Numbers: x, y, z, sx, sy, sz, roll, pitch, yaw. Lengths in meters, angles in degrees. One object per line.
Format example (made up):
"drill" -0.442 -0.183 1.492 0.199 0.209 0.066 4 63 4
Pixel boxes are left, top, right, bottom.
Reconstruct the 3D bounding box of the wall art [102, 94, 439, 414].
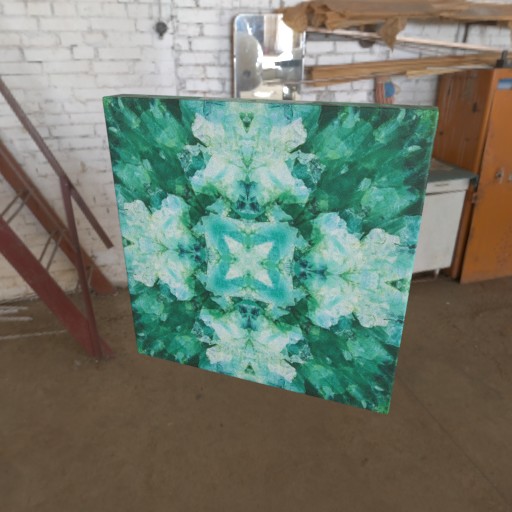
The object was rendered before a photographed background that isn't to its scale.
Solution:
"wall art" 0.000 0.000 0.471 0.313 0.313 0.033 9 27 18
